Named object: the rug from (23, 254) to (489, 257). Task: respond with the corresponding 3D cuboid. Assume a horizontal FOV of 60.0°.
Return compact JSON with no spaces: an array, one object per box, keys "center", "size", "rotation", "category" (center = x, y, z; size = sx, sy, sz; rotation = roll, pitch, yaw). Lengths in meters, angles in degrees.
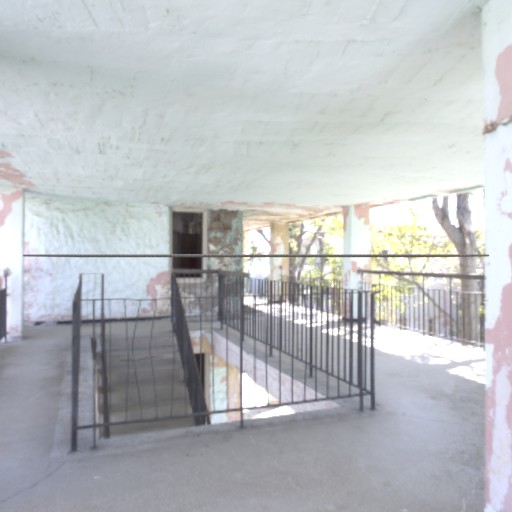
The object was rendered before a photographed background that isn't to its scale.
[{"center":[0.000,0.000,2.695],"size":[2.448,0.012,0.769],"rotation":[0,0,0],"category":"rug"}]
